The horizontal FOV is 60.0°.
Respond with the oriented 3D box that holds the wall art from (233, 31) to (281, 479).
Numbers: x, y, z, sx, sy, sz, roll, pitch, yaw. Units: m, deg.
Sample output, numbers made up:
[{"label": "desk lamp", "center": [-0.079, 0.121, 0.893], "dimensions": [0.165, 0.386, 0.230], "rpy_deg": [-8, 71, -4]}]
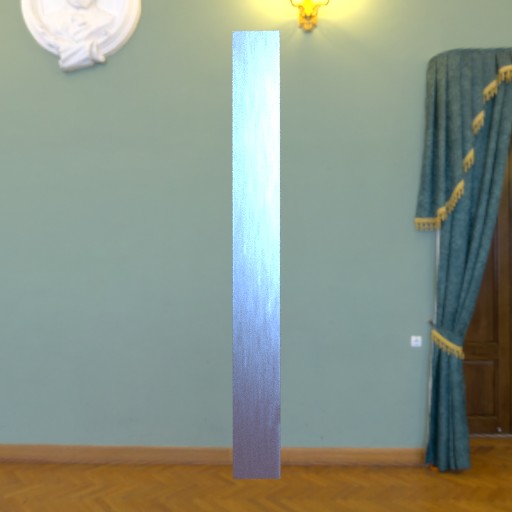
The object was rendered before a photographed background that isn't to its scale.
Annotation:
[{"label": "wall art", "center": [0.000, 0.000, 0.521], "dimensions": [0.038, 0.350, 0.350], "rpy_deg": [0, -1, 0]}]
